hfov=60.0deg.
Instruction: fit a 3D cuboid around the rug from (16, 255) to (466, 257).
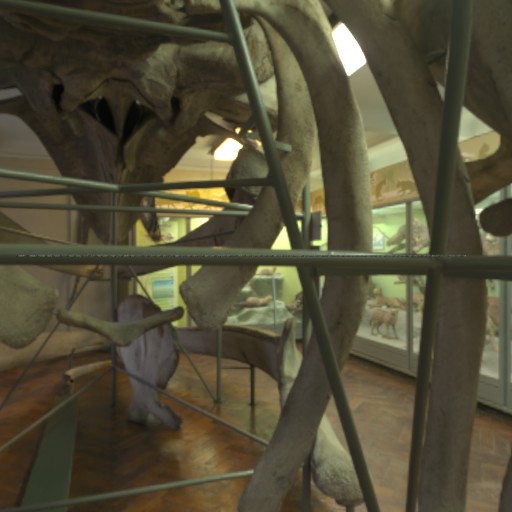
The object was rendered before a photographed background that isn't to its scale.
[{"bbox_3d":[0.000,0.000,2.481,2.286,0.008,0.686,0,0,-17],"label":"rug"}]
